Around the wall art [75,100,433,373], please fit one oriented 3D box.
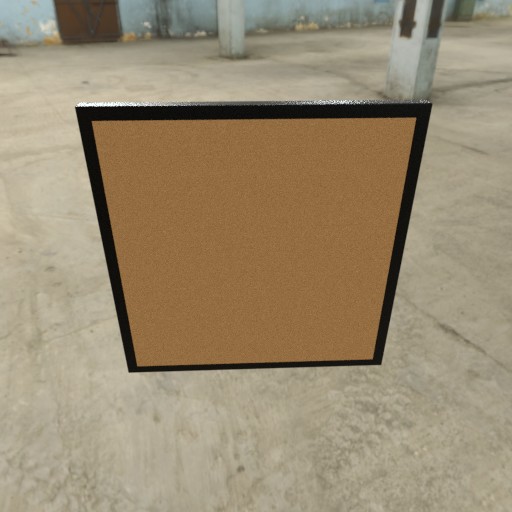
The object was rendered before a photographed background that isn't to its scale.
[{"bbox_3d":[0.000,0.000,1.142,0.755,0.761,0.038,-1,31,-2],"label":"wall art"}]
